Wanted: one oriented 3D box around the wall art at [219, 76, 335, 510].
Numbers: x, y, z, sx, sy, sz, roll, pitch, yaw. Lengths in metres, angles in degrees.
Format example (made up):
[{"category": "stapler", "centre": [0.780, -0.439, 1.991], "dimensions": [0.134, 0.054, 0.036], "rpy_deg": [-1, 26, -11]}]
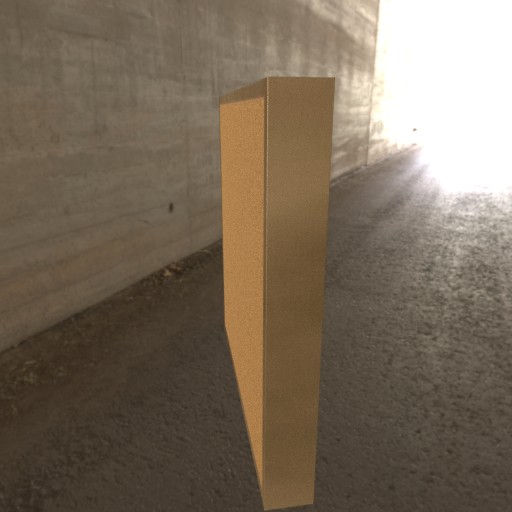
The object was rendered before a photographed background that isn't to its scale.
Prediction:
[{"category": "wall art", "centre": [0.000, 0.000, 0.432], "dimensions": [0.038, 0.303, 0.305], "rpy_deg": [-3, 18, -9]}]
